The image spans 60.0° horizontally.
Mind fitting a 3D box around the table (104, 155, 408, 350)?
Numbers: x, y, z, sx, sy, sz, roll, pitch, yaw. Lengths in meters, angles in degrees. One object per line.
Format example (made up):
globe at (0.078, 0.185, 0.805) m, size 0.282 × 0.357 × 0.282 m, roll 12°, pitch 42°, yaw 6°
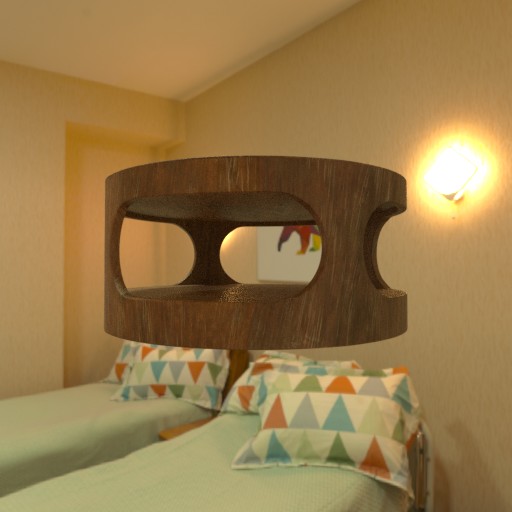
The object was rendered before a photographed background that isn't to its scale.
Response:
table at (0.000, 0.000, 1.509) m, size 0.974 × 0.450 × 0.974 m, roll 0°, pitch -1°, yaw 0°
